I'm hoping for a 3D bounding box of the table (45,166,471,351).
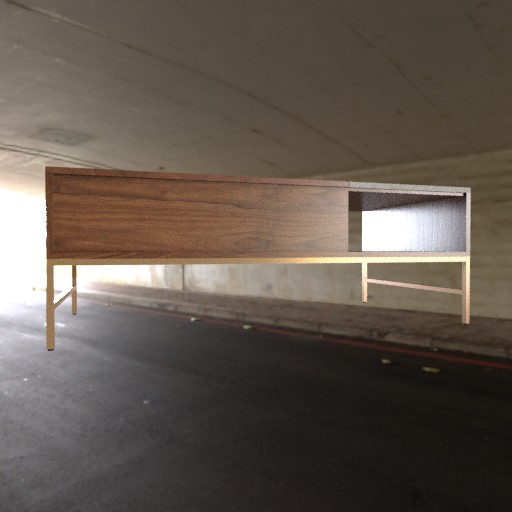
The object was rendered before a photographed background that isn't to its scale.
[{"bbox_3d":[0.000,0.000,1.924,1.553,0.551,0.789,0,1,-17],"label":"table"}]
